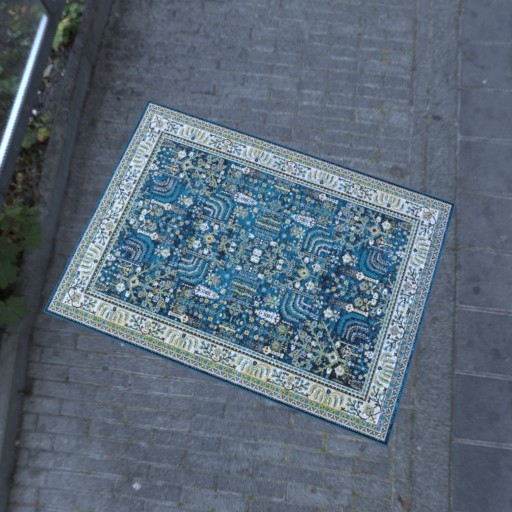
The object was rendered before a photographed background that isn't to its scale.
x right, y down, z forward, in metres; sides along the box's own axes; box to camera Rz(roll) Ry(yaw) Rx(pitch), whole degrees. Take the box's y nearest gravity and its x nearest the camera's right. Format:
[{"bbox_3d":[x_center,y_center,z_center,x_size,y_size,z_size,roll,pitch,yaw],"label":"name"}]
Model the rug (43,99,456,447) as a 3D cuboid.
[{"bbox_3d":[0.000,0.000,2.831,2.213,0.013,1.594,20,76,5],"label":"rug"}]
